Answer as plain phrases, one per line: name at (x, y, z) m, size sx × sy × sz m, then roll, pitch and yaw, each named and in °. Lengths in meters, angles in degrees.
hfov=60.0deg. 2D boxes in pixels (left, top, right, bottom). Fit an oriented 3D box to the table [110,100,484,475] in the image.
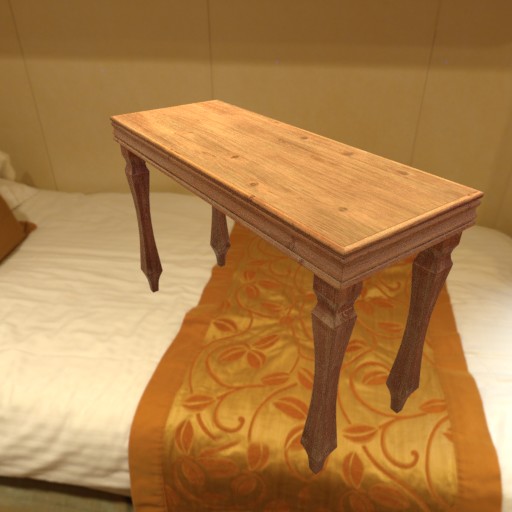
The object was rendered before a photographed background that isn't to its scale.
table at (0.000, 0.000, 1.724) m, size 0.522 × 0.873 × 1.330 m, roll -21°, pitch 38°, yaw -30°
